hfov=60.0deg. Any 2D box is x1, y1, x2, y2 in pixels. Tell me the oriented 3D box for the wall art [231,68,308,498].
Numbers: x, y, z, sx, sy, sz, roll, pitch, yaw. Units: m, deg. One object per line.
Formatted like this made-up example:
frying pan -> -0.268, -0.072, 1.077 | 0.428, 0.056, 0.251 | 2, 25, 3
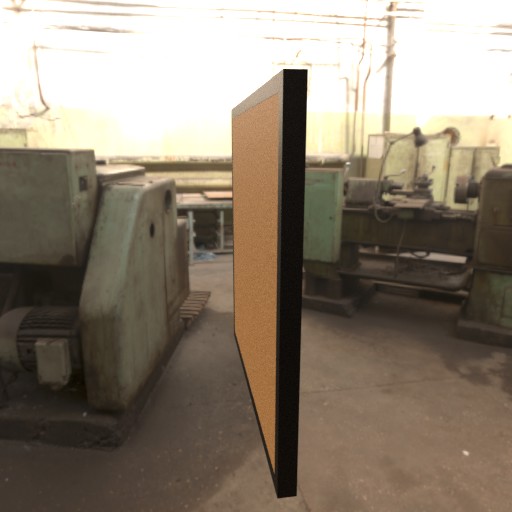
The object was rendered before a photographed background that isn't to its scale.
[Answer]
wall art -> 0.000, 0.000, 1.118 | 0.038, 0.762, 0.762 | -2, 14, -9
